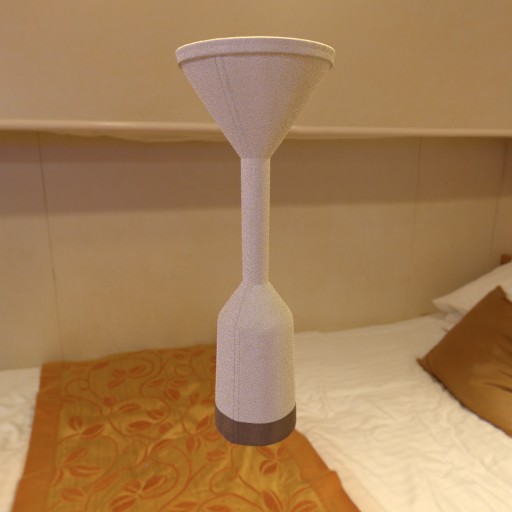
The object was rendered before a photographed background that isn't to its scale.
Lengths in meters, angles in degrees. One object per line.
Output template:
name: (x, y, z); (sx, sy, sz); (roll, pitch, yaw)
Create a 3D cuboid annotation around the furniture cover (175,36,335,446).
furniture cover: (0.000, 0.000, 2.864); (0.914, 2.413, 0.914); (7, 16, 25)
